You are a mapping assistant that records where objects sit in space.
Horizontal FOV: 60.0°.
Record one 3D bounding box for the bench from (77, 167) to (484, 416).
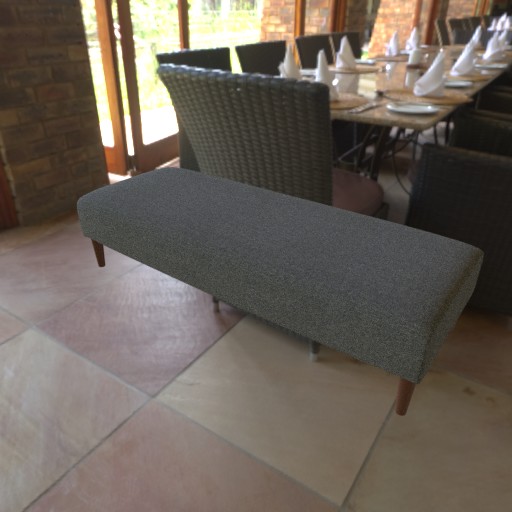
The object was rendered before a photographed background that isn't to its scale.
[{"bbox_3d":[0.000,0.000,1.854,1.598,0.384,0.631,20,35,32],"label":"bench"}]
